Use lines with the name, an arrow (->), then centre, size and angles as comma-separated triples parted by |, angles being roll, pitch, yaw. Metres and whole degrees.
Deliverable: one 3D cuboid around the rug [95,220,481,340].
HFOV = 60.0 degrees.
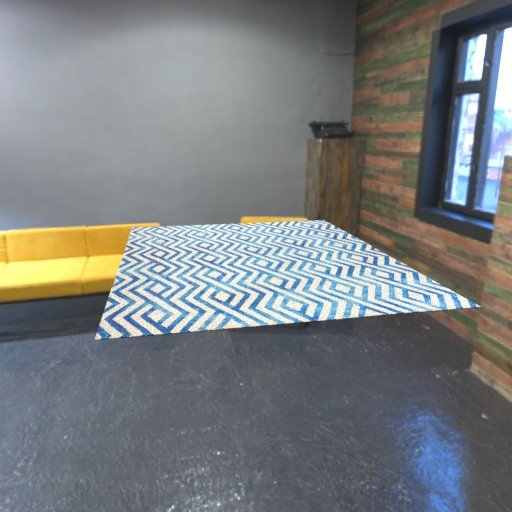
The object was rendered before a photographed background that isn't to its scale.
rug -> 0.000, 0.000, 4.146 | 2.453, 0.008, 3.059 | -3, 16, -11
